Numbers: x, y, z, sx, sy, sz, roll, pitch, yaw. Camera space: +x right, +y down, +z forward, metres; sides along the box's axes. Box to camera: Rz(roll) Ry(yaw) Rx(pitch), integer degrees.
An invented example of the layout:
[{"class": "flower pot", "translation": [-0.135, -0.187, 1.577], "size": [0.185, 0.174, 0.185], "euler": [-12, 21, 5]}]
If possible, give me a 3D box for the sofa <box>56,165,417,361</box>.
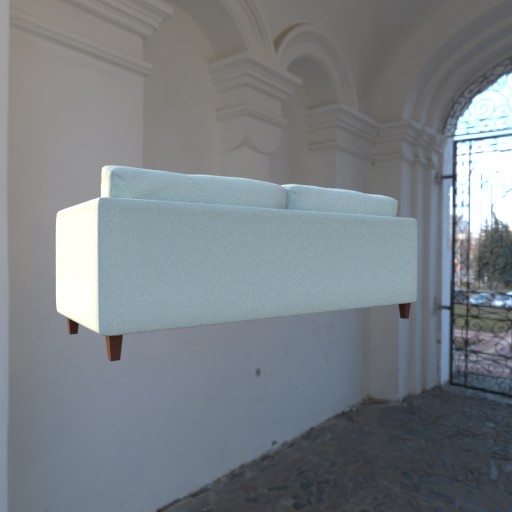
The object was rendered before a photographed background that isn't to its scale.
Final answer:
[{"class": "sofa", "translation": [0.000, 0.000, 3.086], "size": [2.434, 0.965, 0.948], "euler": [-1, 1, -35]}]
